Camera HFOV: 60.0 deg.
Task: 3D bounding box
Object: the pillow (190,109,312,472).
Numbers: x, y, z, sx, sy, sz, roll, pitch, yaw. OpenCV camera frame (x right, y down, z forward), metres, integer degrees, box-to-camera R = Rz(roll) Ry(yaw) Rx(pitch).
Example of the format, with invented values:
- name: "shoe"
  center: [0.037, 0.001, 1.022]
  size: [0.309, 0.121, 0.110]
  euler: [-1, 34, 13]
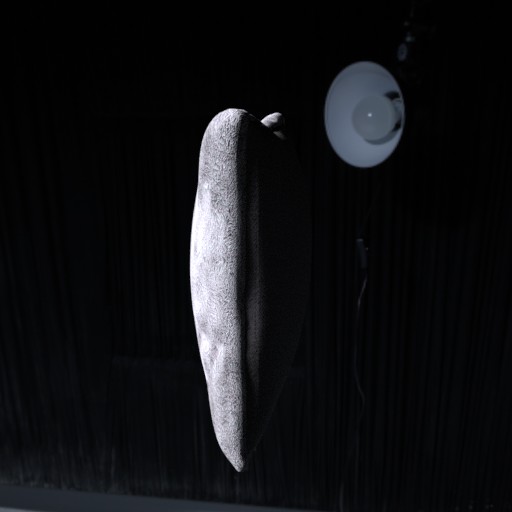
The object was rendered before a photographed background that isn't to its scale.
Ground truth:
- name: "pillow"
  center: [0.000, 0.000, 0.819]
  size: [0.204, 0.520, 0.522]
  euler: [2, 16, 8]
